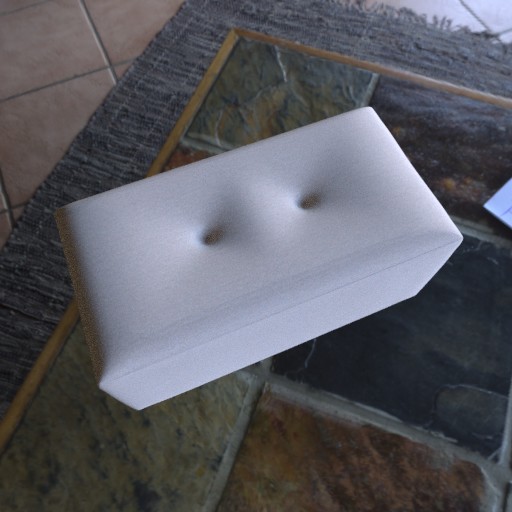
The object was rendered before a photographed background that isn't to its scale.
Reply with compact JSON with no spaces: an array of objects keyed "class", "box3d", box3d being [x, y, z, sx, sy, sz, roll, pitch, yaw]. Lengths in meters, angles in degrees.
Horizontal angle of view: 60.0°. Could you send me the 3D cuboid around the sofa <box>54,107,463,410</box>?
[{"class":"sofa","box3d":[0.000,0.000,1.242,0.930,0.470,0.480,-21,66,-10]}]
